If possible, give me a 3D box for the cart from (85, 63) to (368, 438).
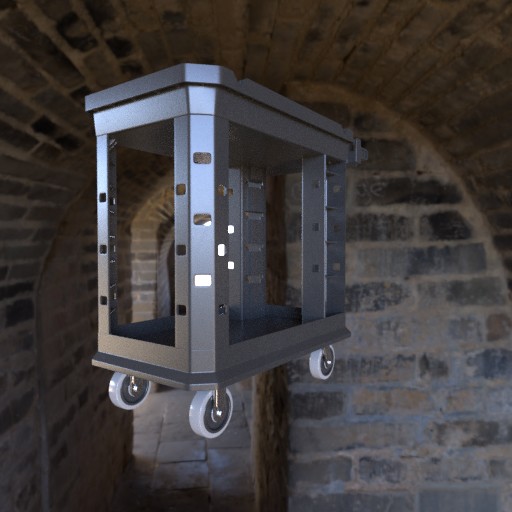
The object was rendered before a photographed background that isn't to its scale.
[{"bbox_3d":[0.000,0.000,1.531,0.497,0.884,1.061,1,2,36],"label":"cart"}]
